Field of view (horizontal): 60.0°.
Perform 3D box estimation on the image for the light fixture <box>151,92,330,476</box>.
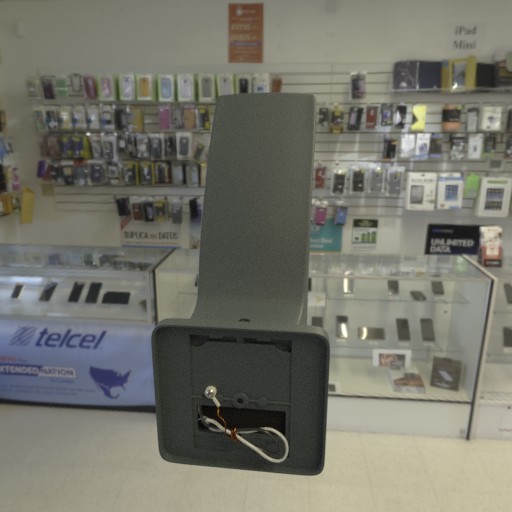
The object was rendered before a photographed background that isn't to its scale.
[{"bbox_3d":[0.000,0.000,0.334,0.108,0.243,0.174,2,16,7],"label":"light fixture"}]
